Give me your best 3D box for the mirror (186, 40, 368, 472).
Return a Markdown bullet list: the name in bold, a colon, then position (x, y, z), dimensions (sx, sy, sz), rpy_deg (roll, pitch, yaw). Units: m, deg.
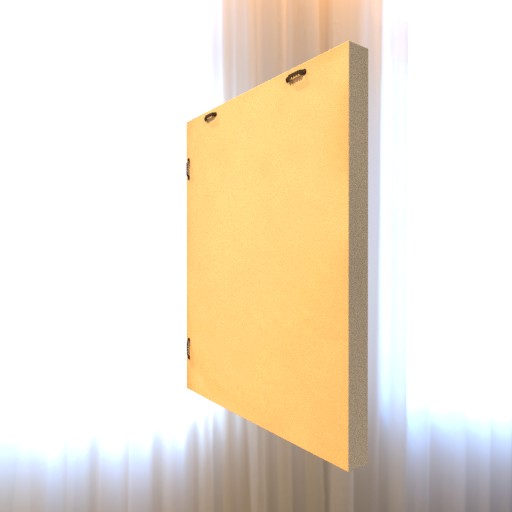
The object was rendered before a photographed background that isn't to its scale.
- **mirror**: position (0.000, 0.000, 0.693), dimensions (0.041, 0.509, 0.406), rpy_deg (0, 0, -37)
